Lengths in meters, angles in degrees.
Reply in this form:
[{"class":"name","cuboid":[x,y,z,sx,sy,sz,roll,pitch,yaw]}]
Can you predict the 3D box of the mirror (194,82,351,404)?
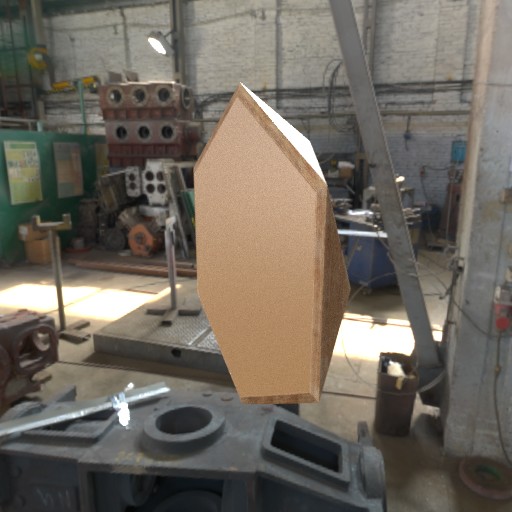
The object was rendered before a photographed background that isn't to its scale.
[{"class":"mirror","cuboid":[0.000,0.000,1.065,0.091,0.779,0.675,-7,15,-25]}]
